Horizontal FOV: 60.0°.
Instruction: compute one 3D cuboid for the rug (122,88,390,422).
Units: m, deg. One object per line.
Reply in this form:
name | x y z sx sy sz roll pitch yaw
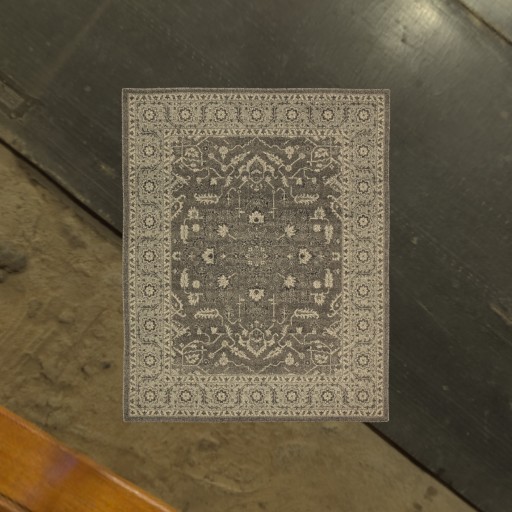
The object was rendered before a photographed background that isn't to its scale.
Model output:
rug | 0.000 0.000 4.070 2.451 0.026 3.069 0 91 0
